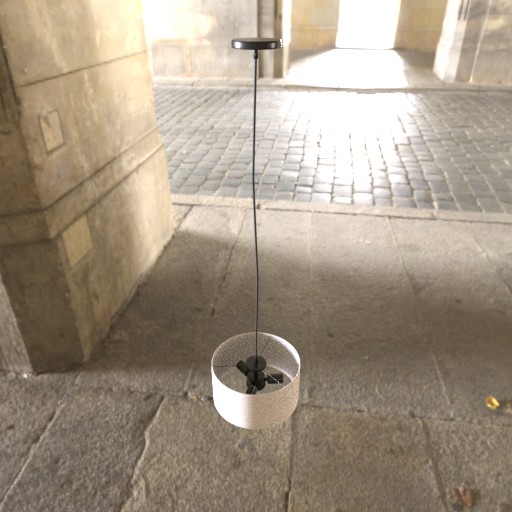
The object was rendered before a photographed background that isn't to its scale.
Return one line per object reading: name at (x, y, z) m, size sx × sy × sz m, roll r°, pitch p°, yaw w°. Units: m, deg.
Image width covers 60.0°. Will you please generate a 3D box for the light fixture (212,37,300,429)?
light fixture at (0.000, 0.000, 1.723) m, size 0.399 × 1.516 × 0.399 m, roll 0°, pitch 30°, yaw 0°
